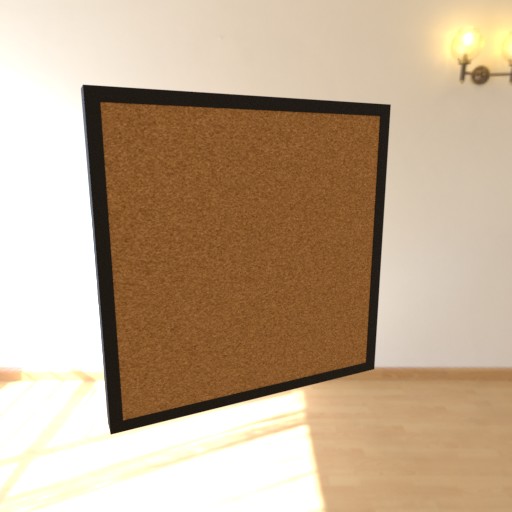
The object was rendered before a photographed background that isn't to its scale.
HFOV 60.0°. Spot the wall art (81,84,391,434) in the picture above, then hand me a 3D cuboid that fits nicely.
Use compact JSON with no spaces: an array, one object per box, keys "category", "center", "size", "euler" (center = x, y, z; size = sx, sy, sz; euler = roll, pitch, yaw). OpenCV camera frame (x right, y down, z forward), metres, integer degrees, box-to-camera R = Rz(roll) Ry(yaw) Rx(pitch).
[{"category":"wall art","center":[0.000,0.000,0.742],"size":[0.506,0.503,0.036],"euler":[-6,14,-25]}]
